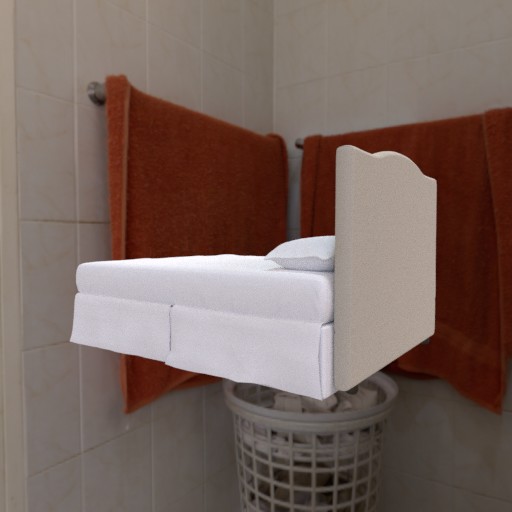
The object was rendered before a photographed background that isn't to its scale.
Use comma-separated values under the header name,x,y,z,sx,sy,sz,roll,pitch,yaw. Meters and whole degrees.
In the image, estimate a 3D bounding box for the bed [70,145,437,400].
name,x,y,z,sx,sy,sz,roll,pitch,yaw
bed,0.000,0.000,3.732,2.477,1.437,1.977,2,3,36
